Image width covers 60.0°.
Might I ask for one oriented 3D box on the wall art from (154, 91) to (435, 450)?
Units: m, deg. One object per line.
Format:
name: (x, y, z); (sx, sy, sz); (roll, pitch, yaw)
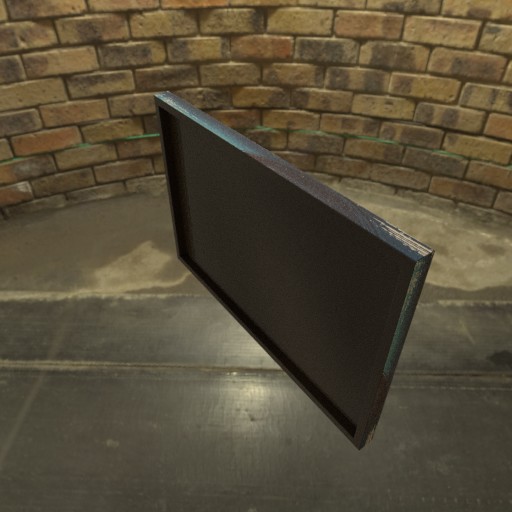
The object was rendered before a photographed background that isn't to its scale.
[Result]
wall art: (0.000, 0.000, 0.790); (0.033, 0.406, 0.609); (-25, 46, -27)
